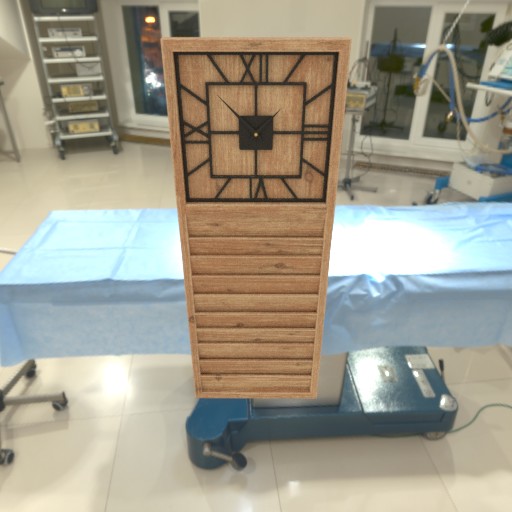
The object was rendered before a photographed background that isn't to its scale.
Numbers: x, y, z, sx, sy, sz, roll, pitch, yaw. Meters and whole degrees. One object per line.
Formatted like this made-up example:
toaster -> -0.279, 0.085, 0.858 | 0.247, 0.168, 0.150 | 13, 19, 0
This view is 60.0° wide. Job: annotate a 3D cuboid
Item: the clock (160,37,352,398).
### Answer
clock -> 0.000, 0.000, 1.090 | 0.361, 0.965, 0.030 | 0, 30, 0
